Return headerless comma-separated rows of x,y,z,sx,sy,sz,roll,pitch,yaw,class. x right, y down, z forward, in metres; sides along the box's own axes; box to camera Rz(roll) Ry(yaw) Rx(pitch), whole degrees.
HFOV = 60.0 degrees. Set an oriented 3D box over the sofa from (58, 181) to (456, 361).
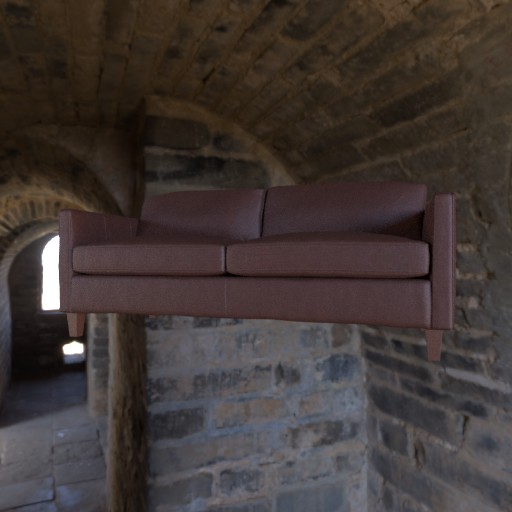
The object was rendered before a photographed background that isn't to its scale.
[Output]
0.000,0.000,2.459,1.971,0.863,0.923,0,-1,18,sofa
